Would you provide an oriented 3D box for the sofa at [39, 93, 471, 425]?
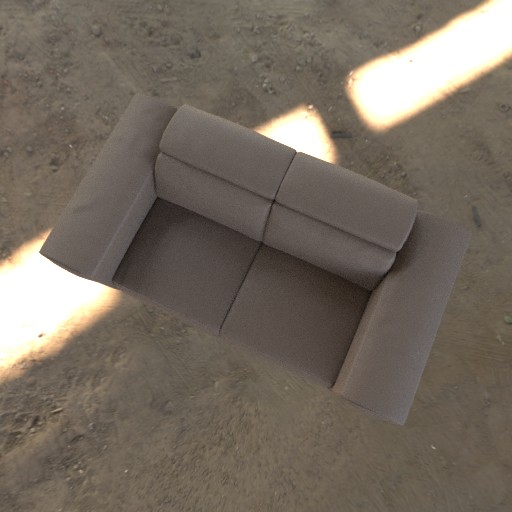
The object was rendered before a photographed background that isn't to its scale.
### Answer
[{"bbox_3d":[0.000,0.000,2.368,1.895,0.779,1.003,24,76,6],"label":"sofa"}]
